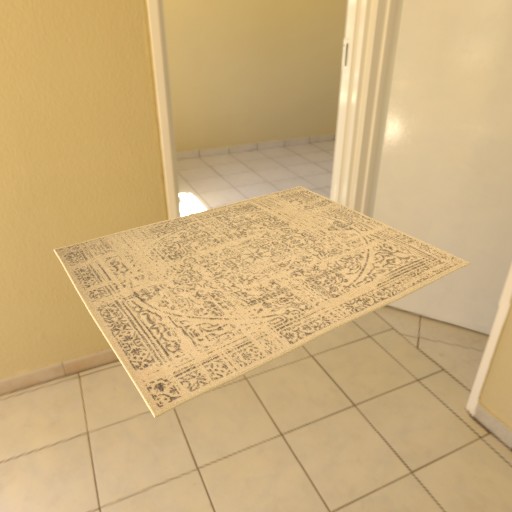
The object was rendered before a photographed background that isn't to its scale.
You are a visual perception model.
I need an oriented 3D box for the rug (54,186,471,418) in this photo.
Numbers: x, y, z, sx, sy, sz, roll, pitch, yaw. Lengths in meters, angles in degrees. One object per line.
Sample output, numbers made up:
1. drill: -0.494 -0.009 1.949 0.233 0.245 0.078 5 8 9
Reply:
1. rug: 0.000 0.000 3.923 2.921 0.032 2.311 -19 34 -30
